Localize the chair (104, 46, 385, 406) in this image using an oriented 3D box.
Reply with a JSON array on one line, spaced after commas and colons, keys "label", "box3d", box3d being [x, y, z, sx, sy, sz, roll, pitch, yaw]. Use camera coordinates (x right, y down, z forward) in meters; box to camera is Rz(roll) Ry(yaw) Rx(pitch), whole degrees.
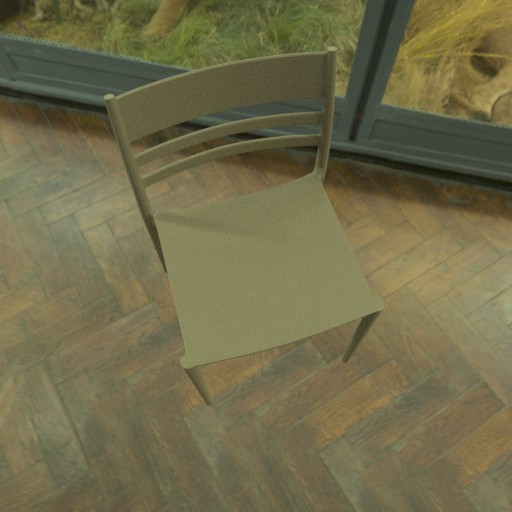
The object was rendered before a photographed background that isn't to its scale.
[{"label": "chair", "box3d": [0.000, 0.000, 1.128, 0.531, 0.800, 0.511, -15, 64, -8]}]
